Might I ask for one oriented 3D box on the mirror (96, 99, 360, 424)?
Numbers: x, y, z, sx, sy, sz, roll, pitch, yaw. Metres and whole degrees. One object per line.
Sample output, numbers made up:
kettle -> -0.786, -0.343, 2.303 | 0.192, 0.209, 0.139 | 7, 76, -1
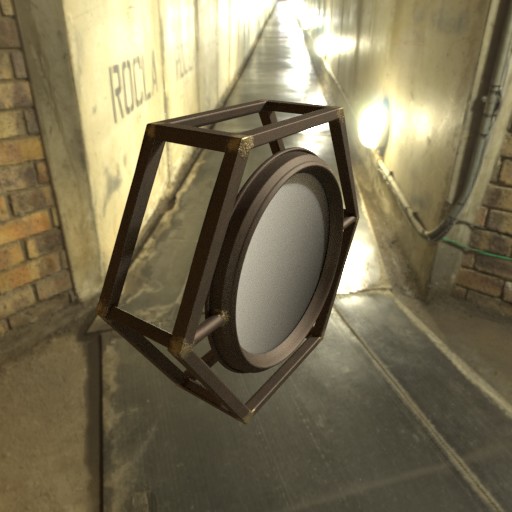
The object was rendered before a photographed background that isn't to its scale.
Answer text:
mirror -> 0.000, 0.000, 0.543 | 0.119, 0.334, 0.380 | 18, 32, 31
